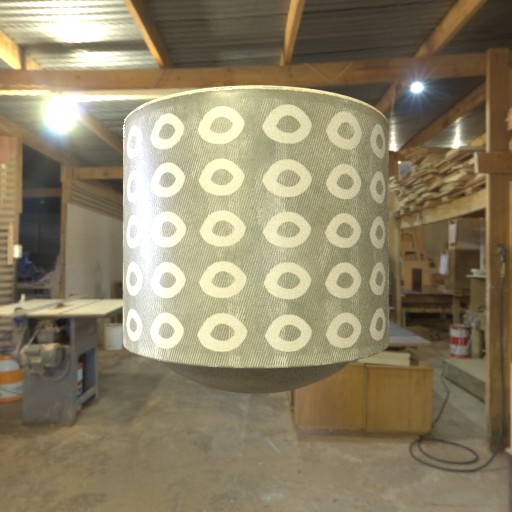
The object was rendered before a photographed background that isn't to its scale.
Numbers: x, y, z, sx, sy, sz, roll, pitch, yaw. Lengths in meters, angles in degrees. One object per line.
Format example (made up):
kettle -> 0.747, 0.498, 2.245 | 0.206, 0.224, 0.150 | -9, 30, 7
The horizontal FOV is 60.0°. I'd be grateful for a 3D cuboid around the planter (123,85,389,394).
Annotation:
planter -> 0.000, 0.000, 0.436 | 0.250, 0.239, 0.250 | 0, -1, 0
